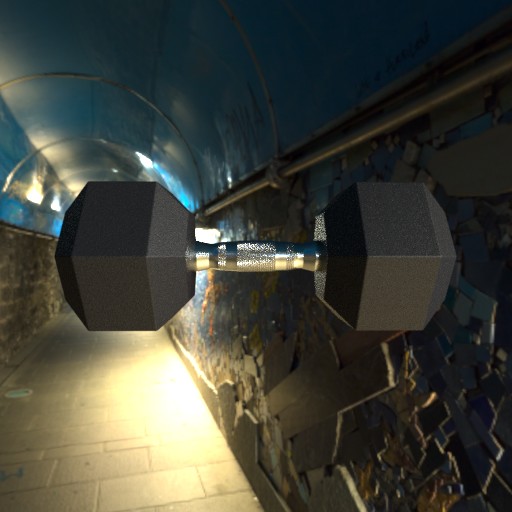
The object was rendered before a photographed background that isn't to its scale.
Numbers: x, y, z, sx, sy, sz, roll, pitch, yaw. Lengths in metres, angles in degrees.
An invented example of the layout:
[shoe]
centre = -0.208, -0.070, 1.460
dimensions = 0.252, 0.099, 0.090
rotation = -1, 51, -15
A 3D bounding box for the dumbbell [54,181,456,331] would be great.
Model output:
[dumbbell]
centre = 0.000, 0.000, 0.445
dimensions = 0.361, 0.137, 0.157
rotation = 0, 0, -1
